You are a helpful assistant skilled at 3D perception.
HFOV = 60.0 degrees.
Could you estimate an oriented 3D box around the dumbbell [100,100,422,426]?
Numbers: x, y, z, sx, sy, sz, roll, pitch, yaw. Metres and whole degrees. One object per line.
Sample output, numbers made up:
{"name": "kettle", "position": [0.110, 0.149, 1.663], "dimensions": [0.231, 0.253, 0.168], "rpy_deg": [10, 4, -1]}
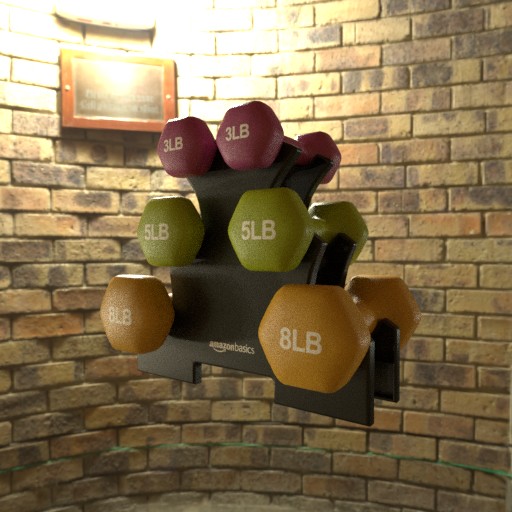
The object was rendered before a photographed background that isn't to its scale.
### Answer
{"name": "dumbbell", "position": [0.000, 0.000, 0.467], "dimensions": [0.300, 0.271, 0.190], "rpy_deg": [1, 1, 35]}
